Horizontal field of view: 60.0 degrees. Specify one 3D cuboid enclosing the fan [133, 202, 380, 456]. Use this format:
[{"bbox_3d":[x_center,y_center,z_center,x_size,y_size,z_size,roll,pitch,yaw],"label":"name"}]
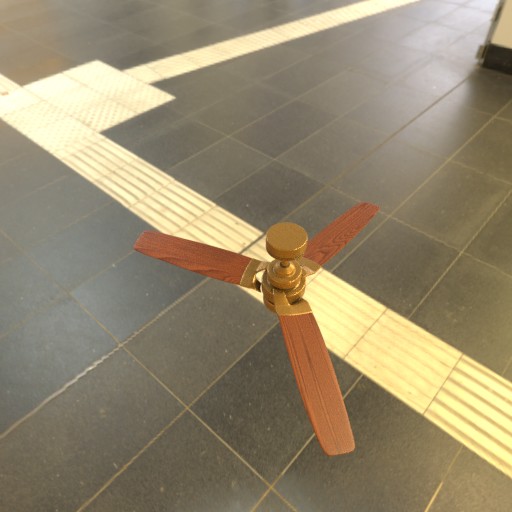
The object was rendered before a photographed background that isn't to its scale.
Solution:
[{"bbox_3d":[0.000,0.000,2.052,1.271,0.425,1.416,16,48,15],"label":"fan"}]
